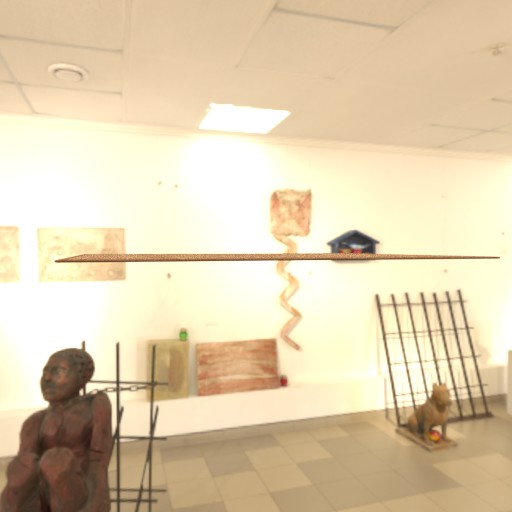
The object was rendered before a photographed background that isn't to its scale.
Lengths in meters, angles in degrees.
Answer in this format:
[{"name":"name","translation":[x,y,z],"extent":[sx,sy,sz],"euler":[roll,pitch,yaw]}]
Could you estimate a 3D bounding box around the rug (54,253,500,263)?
[{"name":"rug","translation":[0.000,0.000,3.996],"extent":[3.050,0.015,2.441],"euler":[0,1,-18]}]
